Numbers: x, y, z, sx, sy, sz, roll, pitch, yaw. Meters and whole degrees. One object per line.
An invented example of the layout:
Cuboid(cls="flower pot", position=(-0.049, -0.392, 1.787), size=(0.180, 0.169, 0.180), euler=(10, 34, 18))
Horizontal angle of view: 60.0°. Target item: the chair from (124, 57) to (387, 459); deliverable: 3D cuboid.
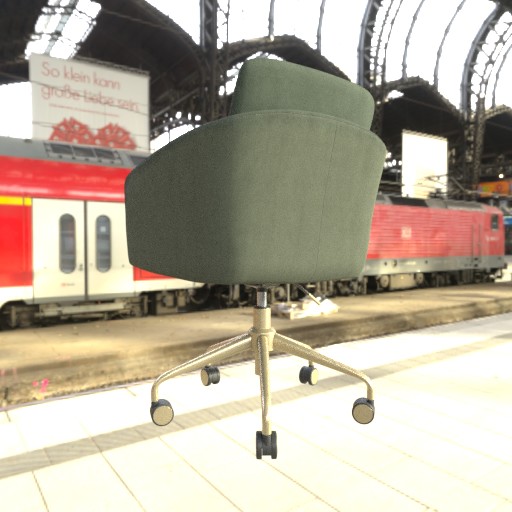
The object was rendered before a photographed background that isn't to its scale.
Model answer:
Cuboid(cls="chair", position=(0.000, 0.000, 1.318), size=(0.641, 0.908, 0.635), euler=(-1, 2, -37))
